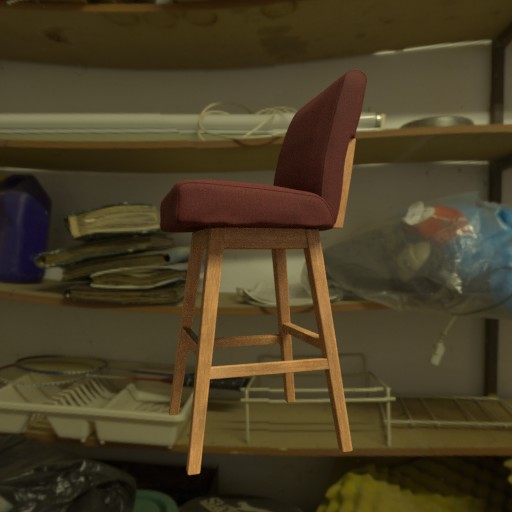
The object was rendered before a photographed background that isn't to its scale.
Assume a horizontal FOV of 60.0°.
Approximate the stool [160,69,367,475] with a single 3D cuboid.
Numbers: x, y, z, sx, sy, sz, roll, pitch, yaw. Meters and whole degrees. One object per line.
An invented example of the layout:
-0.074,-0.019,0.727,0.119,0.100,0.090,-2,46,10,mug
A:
0.000,0.000,1.392,0.562,1.093,0.468,0,1,-17,stool
